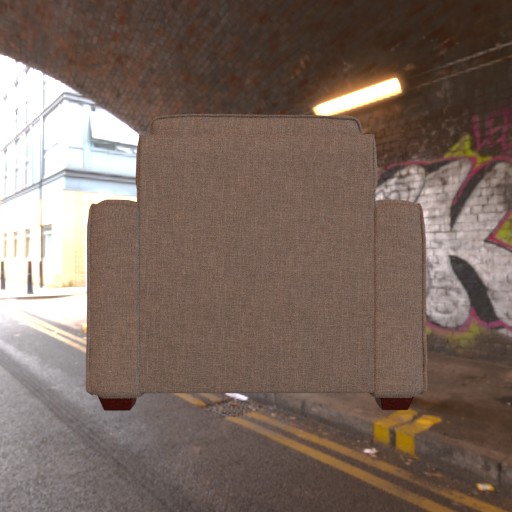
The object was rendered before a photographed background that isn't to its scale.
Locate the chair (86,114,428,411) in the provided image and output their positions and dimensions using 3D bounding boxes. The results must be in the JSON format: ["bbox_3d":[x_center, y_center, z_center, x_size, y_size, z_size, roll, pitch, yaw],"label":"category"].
[{"bbox_3d":[0.000,0.000,1.734,1.016,0.914,0.940,0,0,0],"label":"chair"}]
